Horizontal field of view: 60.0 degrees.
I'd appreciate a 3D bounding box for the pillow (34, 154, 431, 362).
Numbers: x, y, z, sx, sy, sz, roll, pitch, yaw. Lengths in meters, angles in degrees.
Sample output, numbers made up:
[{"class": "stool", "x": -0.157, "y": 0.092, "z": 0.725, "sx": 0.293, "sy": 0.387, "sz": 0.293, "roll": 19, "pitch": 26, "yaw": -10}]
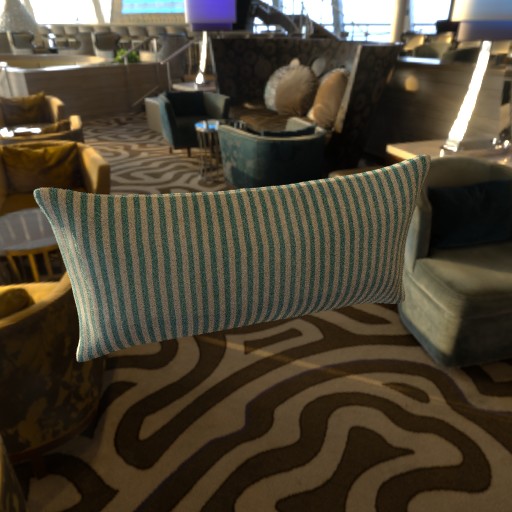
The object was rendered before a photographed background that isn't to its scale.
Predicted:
[{"class": "pillow", "x": 0.000, "y": 0.000, "z": 0.735, "sx": 0.617, "sy": 0.295, "sz": 0.151, "roll": -8, "pitch": 29, "yaw": -15}]
